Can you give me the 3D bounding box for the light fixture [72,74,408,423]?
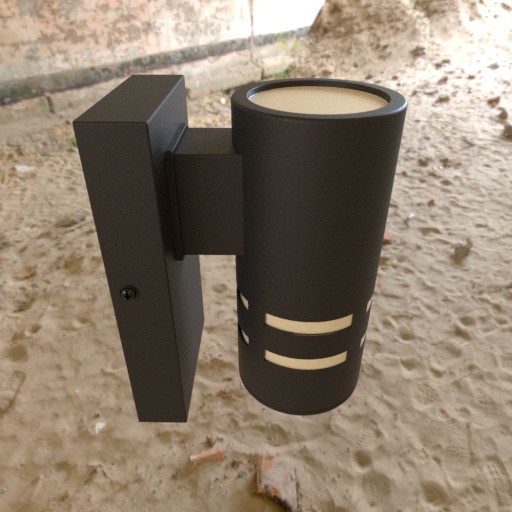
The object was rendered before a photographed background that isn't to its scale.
[{"bbox_3d":[0.000,0.000,0.254,0.138,0.179,0.098,1,33,1],"label":"light fixture"}]
